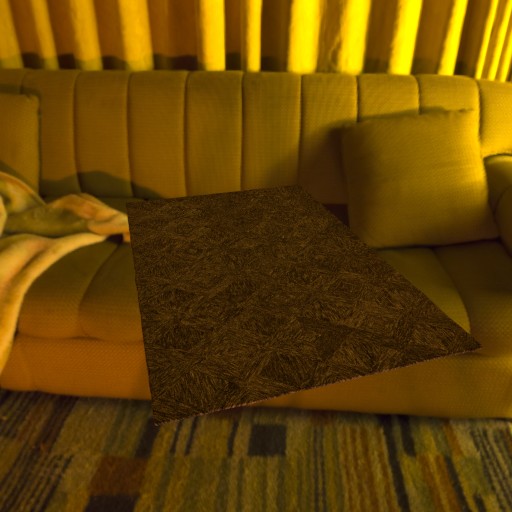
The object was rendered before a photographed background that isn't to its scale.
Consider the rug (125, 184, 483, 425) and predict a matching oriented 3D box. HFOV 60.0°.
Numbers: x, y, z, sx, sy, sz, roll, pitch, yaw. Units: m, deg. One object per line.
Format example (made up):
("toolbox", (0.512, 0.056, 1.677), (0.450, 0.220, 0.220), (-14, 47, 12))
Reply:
("rug", (0.000, 0.000, 2.216), (1.189, 0.011, 1.808), (-8, 30, -15))
